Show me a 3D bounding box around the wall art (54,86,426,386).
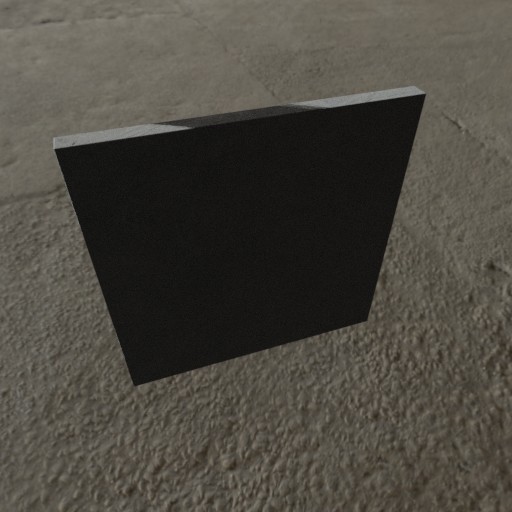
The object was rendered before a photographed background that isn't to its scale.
[{"bbox_3d":[0.000,0.000,1.140,0.765,0.765,0.046,-13,44,-14],"label":"wall art"}]
